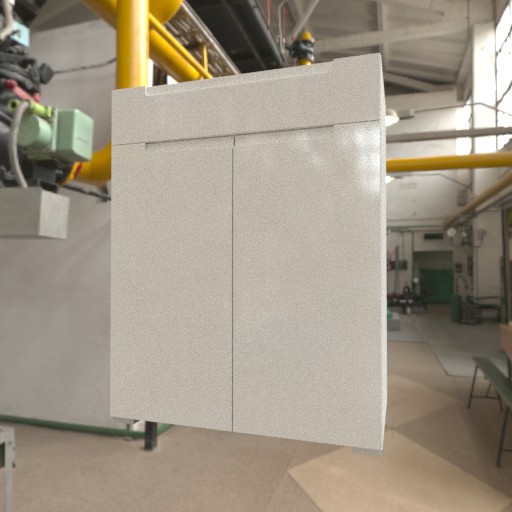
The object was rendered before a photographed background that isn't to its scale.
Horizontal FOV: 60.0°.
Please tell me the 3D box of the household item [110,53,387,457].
[{"bbox_3d":[0.000,0.000,1.420,0.790,1.010,0.420,0,-1,18],"label":"household item"}]
